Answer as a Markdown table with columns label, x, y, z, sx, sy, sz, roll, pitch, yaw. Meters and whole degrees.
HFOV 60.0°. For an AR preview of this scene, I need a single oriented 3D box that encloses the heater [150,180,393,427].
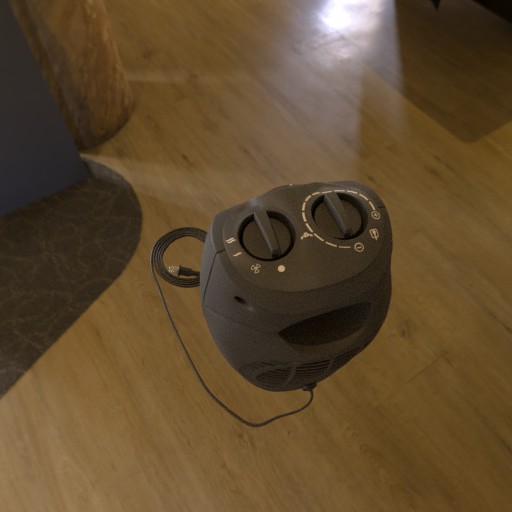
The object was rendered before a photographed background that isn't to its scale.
| label | x | y | z | sx | sy | sz | roll | pitch | yaw |
| --- | --- | --- | --- | --- | --- | --- | --- | --- | --- |
| heater | 0.000 | 0.000 | 0.474 | 0.239 | 0.240 | 0.291 | -16 | 60 | -9 |
